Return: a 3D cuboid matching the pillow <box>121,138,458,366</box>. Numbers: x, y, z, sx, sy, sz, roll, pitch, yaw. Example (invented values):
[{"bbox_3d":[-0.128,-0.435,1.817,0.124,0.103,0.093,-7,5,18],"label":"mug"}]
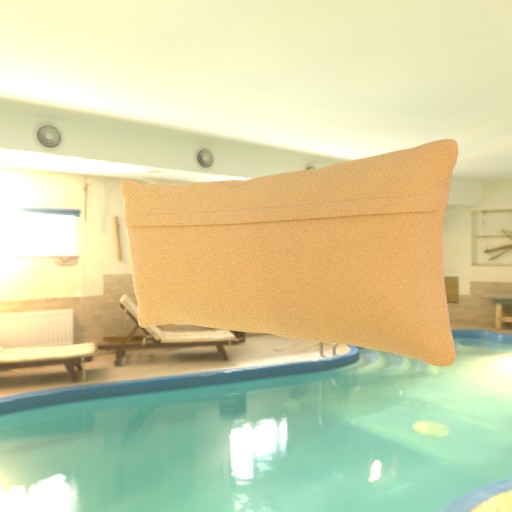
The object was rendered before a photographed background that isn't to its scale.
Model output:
[{"bbox_3d":[0.000,0.000,0.713,0.609,0.292,0.155,0,1,35],"label":"pillow"}]
